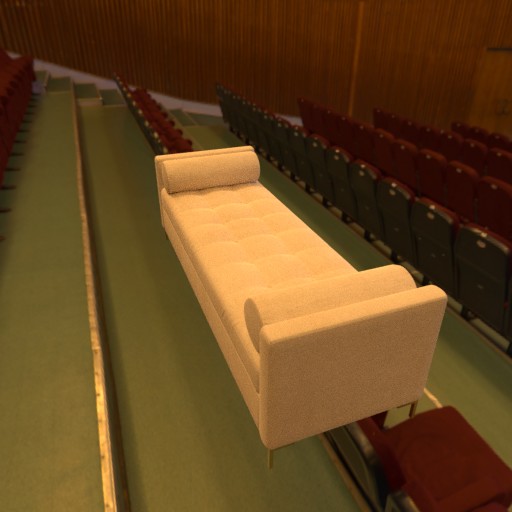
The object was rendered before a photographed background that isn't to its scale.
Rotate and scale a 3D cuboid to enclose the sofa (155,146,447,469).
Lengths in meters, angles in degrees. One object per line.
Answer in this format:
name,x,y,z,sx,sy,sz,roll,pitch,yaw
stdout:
sofa,0.000,0.000,2.379,0.686,0.635,1.981,-11,32,-18
